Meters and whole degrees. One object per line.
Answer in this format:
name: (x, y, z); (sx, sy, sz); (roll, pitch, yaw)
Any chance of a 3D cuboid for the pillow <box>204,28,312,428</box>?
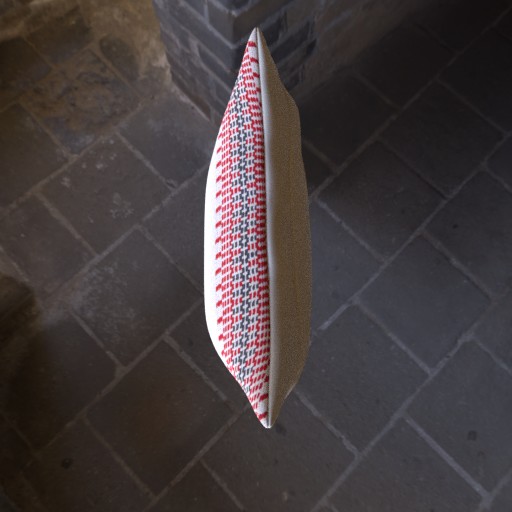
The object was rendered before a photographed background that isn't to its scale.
pillow: (0.000, 0.000, 0.702); (0.160, 0.454, 0.463); (-1, 75, 0)
